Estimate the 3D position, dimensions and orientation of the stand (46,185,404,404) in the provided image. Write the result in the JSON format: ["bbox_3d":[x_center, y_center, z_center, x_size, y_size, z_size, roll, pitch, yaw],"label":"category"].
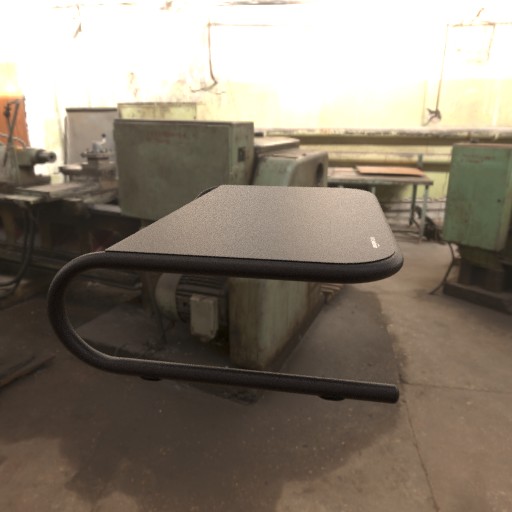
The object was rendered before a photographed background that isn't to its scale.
[{"bbox_3d":[0.000,0.000,0.505,0.280,0.108,0.370,3,17,10],"label":"stand"}]
